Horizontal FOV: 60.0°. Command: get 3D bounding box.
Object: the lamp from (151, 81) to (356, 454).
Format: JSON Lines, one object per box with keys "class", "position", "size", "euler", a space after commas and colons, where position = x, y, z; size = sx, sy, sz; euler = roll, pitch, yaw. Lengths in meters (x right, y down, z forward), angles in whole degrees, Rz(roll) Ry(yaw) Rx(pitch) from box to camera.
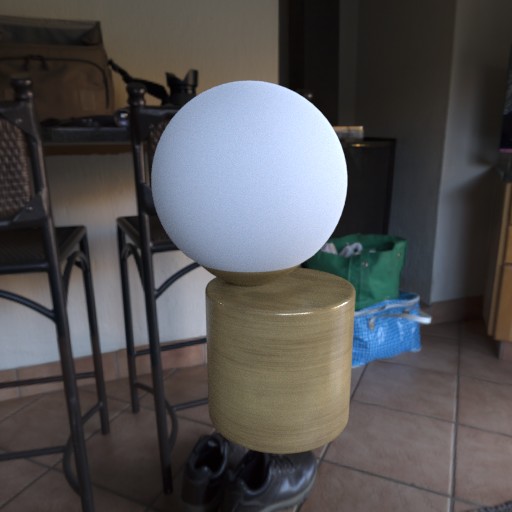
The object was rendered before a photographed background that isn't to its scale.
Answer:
{"class": "lamp", "position": [0.000, 0.000, 0.338], "size": [0.152, 0.250, 0.141], "euler": [7, 15, 26]}
